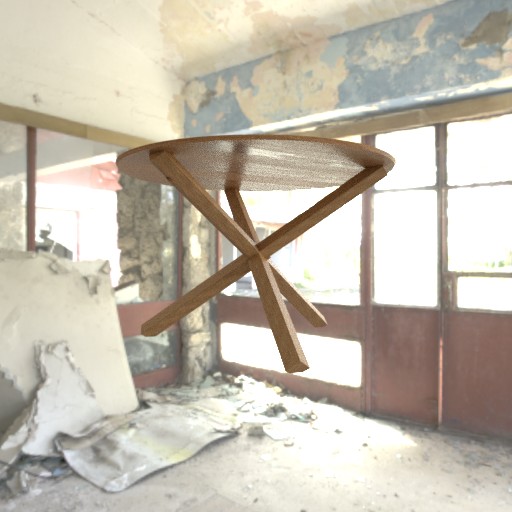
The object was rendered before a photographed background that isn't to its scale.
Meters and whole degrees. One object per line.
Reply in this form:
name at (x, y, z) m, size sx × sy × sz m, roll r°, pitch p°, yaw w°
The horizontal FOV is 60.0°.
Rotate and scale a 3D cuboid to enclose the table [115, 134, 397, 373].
table at (0.000, 0.000, 1.718) m, size 1.038 × 0.666 × 1.038 m, roll 0°, pitch 0°, yaw 0°
